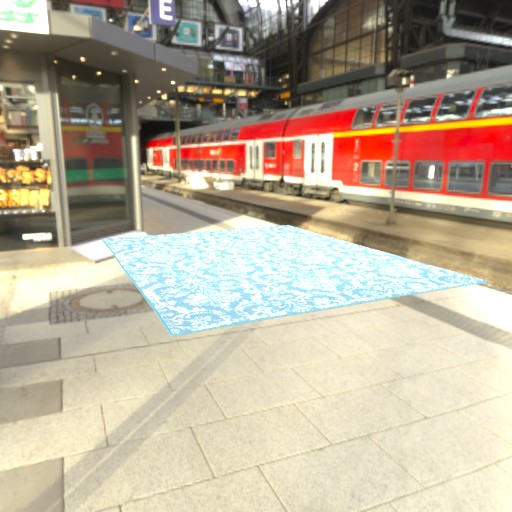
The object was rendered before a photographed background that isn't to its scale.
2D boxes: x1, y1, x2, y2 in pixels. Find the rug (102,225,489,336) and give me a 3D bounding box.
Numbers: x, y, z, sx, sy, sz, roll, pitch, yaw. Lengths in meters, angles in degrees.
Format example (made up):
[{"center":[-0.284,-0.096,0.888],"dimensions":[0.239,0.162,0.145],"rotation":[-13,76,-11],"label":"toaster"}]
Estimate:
[{"center":[0.000,0.000,4.062],"dimensions":[2.363,0.012,2.980],"rotation":[-6,14,-25],"label":"rug"}]
